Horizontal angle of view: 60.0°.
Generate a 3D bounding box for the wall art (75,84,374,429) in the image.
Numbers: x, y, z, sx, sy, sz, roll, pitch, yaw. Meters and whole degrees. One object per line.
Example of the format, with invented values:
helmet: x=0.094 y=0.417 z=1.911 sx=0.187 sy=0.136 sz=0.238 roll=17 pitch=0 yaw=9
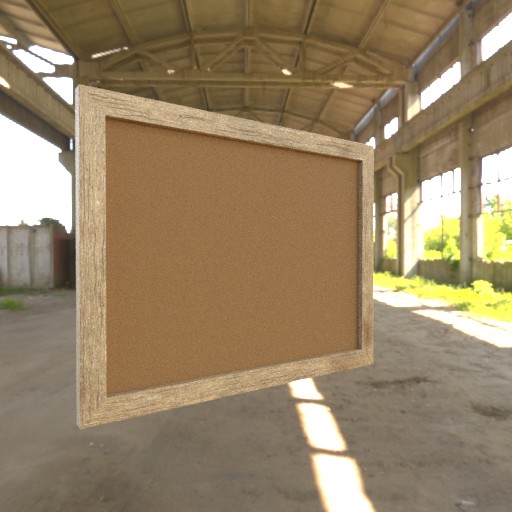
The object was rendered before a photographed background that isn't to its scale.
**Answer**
wall art: x=0.000 y=0.000 z=0.898 sx=0.690 sy=0.535 sz=0.026 roll=0 pitch=1 yaw=-35
